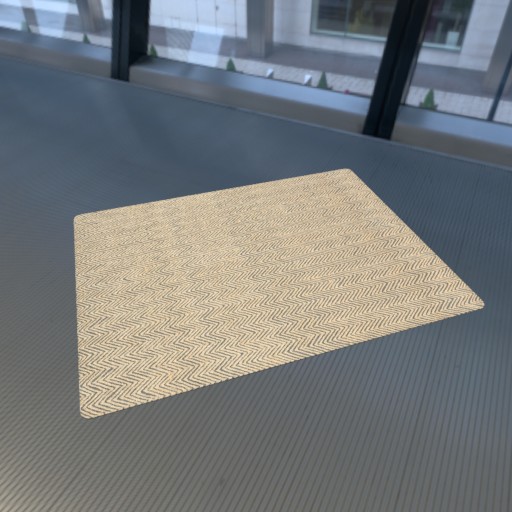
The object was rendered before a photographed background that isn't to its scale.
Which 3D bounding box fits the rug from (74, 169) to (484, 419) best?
[{"bbox_3d":[0.000,0.000,4.139,3.207,0.014,2.439,-12,42,-14],"label":"rug"}]
